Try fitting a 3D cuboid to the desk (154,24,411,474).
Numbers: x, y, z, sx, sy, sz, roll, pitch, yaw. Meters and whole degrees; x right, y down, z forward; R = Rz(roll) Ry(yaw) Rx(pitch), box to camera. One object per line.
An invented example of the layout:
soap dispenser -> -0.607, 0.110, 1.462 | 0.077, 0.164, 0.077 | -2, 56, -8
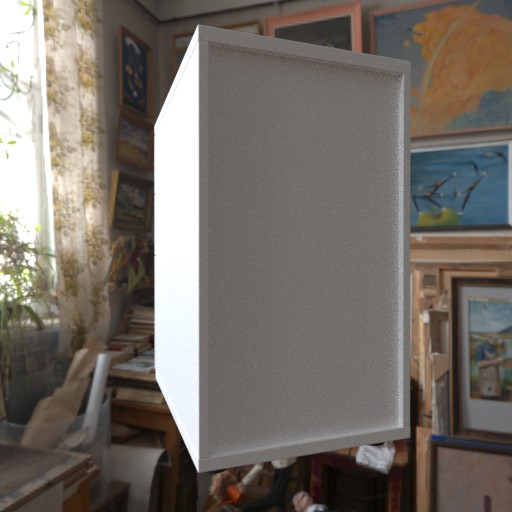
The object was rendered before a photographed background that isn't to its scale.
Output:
desk -> 0.000, 0.000, 1.046 | 0.404, 0.730, 0.600 | 0, 0, -19
